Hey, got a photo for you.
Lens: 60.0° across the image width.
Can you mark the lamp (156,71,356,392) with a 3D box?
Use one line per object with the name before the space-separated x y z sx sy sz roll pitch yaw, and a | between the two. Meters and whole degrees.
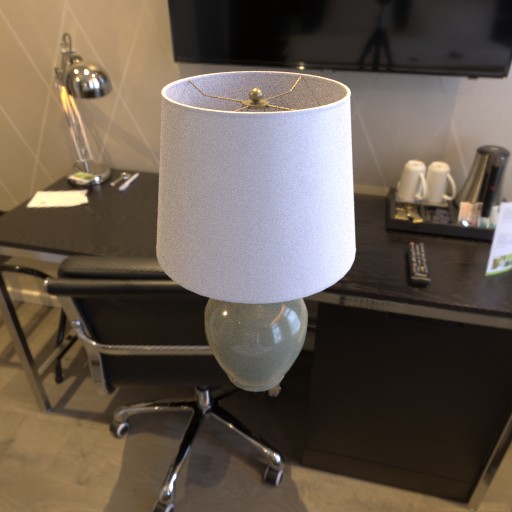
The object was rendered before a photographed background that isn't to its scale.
lamp | 0.000 0.000 0.553 0.239 0.399 0.239 0 32 0
